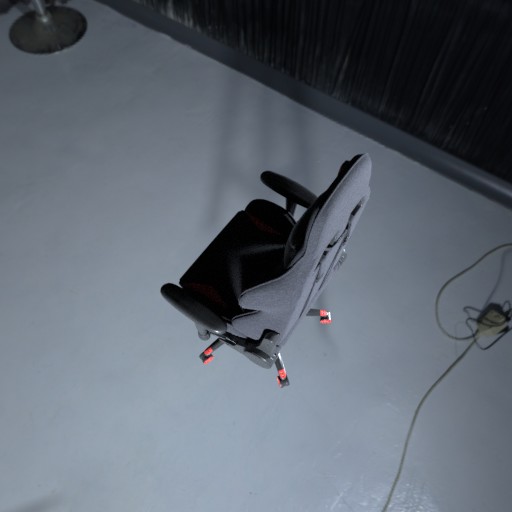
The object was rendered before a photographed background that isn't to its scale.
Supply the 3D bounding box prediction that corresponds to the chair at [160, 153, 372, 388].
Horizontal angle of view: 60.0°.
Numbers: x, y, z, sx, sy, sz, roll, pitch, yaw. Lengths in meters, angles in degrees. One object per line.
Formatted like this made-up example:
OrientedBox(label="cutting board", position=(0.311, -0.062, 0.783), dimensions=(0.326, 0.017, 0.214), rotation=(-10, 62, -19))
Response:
OrientedBox(label="chair", position=(0.000, 0.000, 1.687), dimensions=(0.658, 1.326, 0.695), rotation=(32, 66, 16))
